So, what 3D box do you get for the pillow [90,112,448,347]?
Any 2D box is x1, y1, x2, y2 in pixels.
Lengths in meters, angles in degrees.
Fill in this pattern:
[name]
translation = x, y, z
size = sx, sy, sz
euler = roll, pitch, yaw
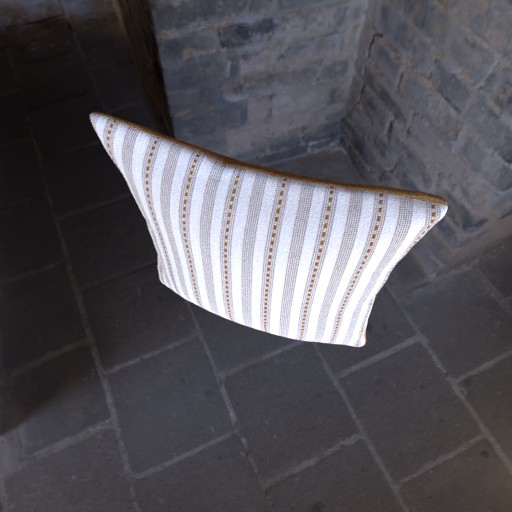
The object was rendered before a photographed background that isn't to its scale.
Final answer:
[pillow]
translation = 0.000, 0.000, 0.683
size = 0.432, 0.437, 0.147
euler = 16, 61, 9
